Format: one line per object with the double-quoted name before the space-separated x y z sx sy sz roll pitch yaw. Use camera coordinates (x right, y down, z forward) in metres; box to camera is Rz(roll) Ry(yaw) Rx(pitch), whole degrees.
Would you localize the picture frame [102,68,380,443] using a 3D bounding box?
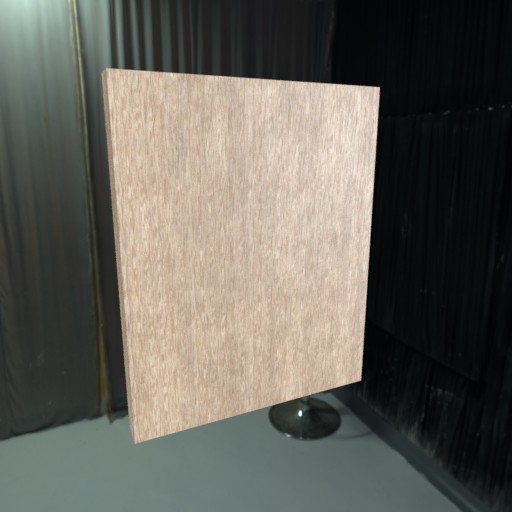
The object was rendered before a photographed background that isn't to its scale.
"picture frame" 0.000 0.000 0.710 0.424 0.526 0.043 -7 16 -25
